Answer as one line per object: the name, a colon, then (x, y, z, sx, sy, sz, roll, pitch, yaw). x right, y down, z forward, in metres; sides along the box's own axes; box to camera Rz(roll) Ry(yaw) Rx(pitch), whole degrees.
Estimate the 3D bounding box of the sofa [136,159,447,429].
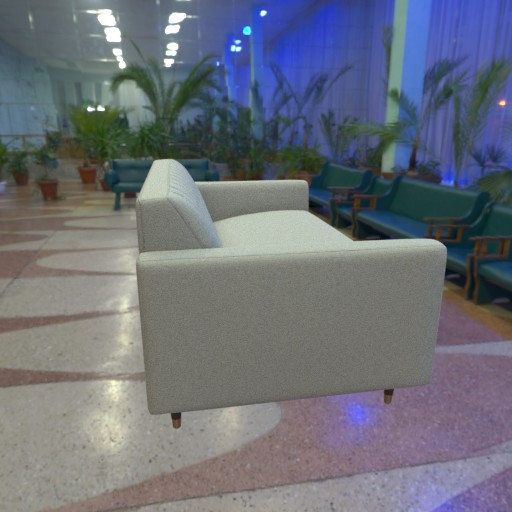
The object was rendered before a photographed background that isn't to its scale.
sofa: (0.000, 0.000, 2.082, 0.950, 0.801, 1.585, -3, 17, -10)
